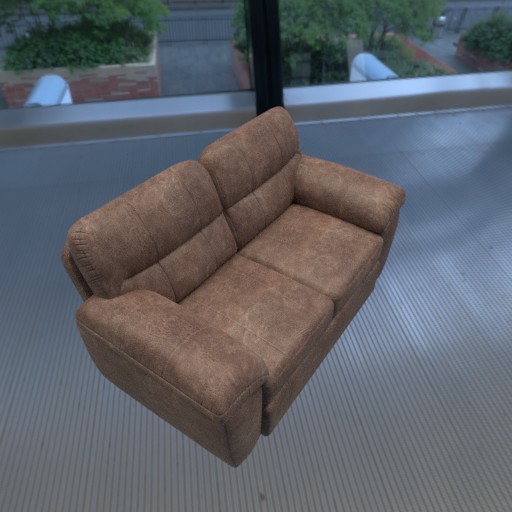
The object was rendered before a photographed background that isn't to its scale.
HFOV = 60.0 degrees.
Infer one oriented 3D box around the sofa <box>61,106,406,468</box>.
[{"bbox_3d":[0.000,0.000,2.338,0.991,0.991,1.753,25,46,26],"label":"sofa"}]
